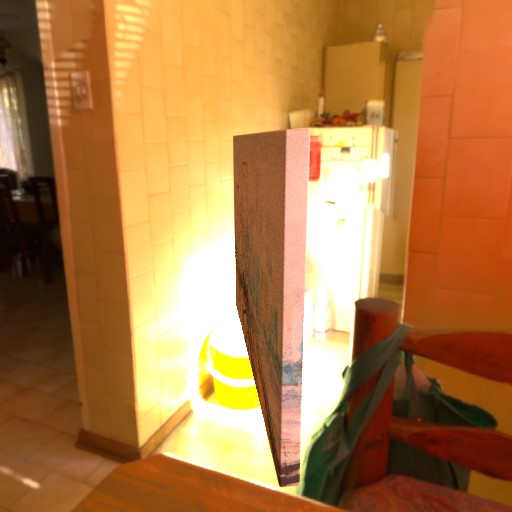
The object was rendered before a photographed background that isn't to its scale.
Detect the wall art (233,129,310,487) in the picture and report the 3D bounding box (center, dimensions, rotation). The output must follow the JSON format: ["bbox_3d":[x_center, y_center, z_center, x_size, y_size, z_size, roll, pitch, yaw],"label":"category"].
[{"bbox_3d":[0.000,0.000,1.145,0.038,0.609,0.913,-2,15,-7],"label":"wall art"}]
